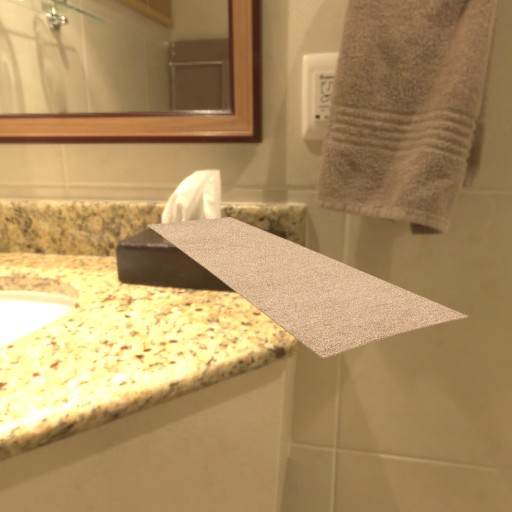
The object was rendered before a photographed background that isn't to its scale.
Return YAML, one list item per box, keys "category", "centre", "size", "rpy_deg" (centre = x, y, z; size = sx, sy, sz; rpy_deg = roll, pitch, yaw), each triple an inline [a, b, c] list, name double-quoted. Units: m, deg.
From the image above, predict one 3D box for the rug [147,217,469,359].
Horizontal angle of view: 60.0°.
- category: "rug"
  centre: [0.000, 0.000, 2.589]
  size: [0.712, 0.013, 2.346]
  rpy_deg: [-8, 18, -26]
